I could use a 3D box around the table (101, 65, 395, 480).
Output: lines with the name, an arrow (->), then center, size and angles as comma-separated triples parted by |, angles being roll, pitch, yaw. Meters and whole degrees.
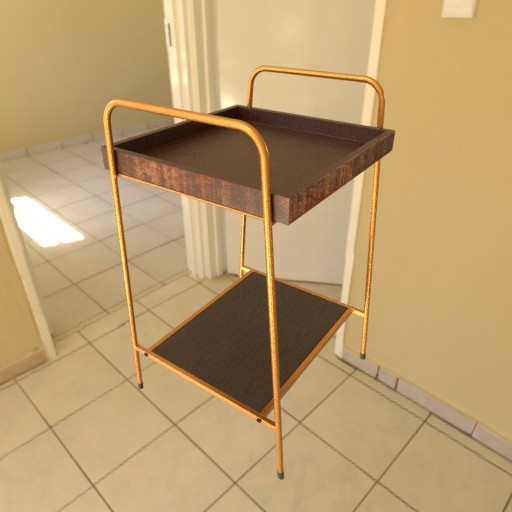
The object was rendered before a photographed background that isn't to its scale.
table -> 0.000, 0.000, 0.974 | 0.430, 0.710, 0.430 | 20, 37, 29
